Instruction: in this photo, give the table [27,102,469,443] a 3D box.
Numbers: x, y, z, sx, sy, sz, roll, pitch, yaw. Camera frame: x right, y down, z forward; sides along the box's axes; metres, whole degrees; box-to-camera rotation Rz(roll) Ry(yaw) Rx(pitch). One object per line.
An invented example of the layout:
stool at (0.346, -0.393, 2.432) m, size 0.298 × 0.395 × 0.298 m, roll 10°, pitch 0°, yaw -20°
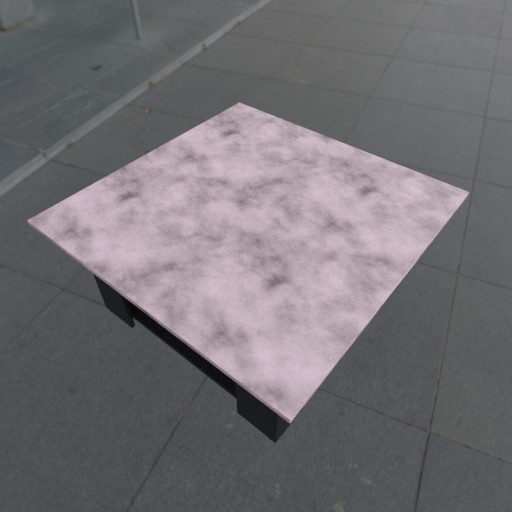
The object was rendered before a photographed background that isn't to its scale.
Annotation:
table at (0.000, 0.000, 1.053) m, size 0.670 × 0.305 × 0.670 m, roll 30°, pitch 53°, yaw 26°
